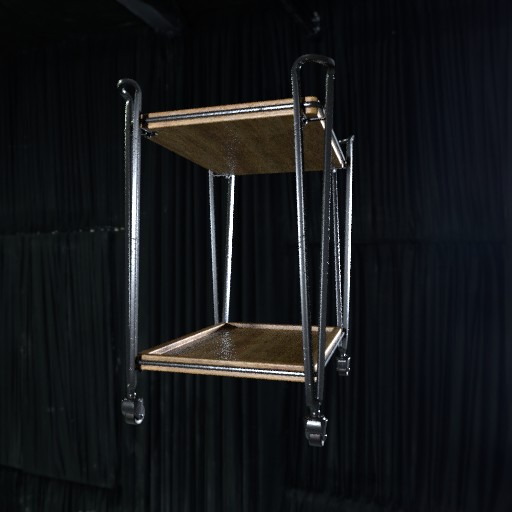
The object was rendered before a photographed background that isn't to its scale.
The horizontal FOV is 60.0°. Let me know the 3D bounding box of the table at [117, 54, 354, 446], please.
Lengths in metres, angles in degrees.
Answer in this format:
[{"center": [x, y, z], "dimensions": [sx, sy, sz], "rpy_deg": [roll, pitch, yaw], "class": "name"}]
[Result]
[{"center": [0.000, 0.000, 1.244], "dimensions": [0.505, 0.785, 0.672], "rpy_deg": [0, -1, 16], "class": "table"}]
